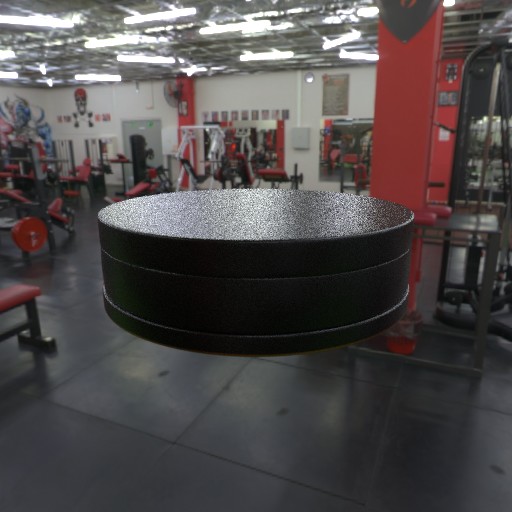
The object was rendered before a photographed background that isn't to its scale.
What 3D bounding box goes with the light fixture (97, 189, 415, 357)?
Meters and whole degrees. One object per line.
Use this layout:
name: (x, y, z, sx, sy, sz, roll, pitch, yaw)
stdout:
light fixture: (0.000, 0.000, 0.426, 0.283, 0.097, 0.283, 0, 15, 0)
